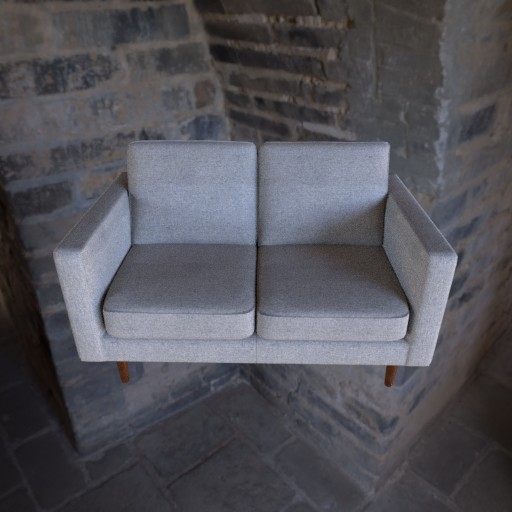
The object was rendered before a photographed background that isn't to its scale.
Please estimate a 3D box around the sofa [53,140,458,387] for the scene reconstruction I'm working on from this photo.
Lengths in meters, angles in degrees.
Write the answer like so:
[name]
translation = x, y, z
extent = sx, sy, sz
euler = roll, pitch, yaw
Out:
[sofa]
translation = 0.000, 0.000, 2.162
extent = 1.527, 0.973, 0.969
euler = 1, 29, 1
